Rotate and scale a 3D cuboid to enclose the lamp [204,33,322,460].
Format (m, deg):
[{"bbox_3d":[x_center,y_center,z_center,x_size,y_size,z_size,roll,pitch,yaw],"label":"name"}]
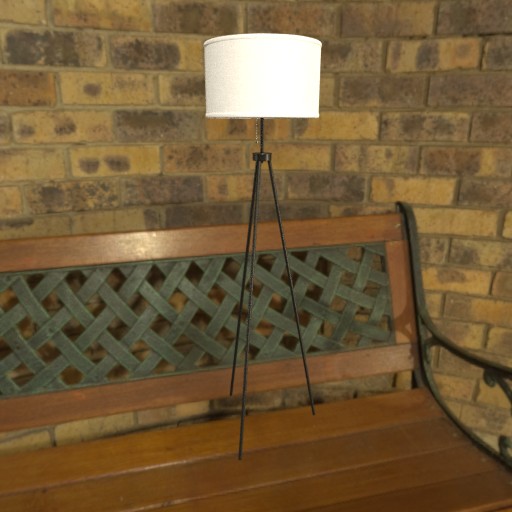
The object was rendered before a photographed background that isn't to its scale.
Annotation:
[{"bbox_3d":[0.000,0.000,1.778,0.448,1.545,0.458,-16,23,-42],"label":"lamp"}]
